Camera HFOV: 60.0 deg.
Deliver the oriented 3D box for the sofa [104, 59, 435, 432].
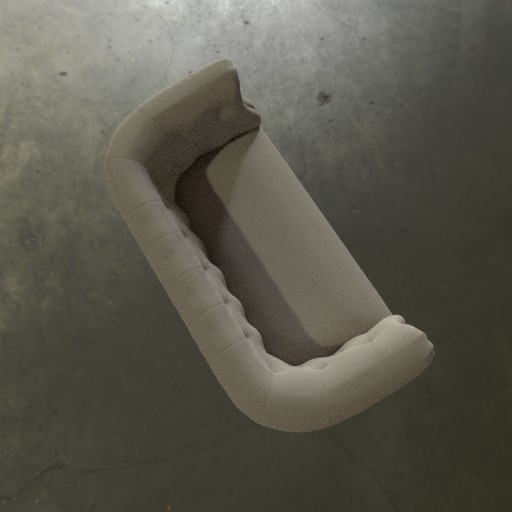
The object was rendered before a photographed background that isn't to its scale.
[{"bbox_3d":[0.000,0.000,2.095,0.835,0.827,1.558,-31,78,-7],"label":"sofa"}]
